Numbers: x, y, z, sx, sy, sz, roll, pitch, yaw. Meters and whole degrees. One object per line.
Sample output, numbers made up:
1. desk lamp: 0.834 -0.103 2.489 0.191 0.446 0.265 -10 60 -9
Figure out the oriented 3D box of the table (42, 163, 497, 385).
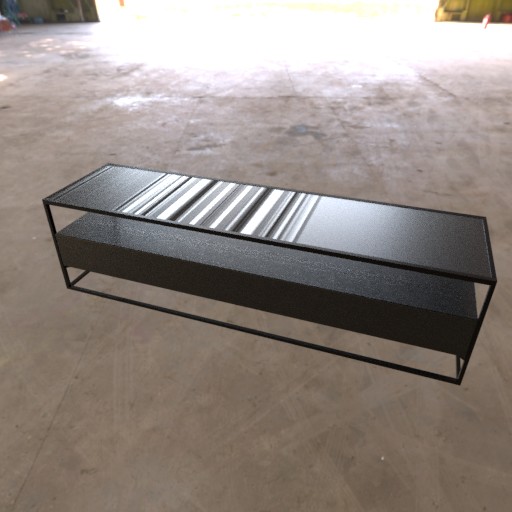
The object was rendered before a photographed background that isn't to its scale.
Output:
1. table: 0.000 0.000 1.637 1.486 0.395 0.399 11 34 17
